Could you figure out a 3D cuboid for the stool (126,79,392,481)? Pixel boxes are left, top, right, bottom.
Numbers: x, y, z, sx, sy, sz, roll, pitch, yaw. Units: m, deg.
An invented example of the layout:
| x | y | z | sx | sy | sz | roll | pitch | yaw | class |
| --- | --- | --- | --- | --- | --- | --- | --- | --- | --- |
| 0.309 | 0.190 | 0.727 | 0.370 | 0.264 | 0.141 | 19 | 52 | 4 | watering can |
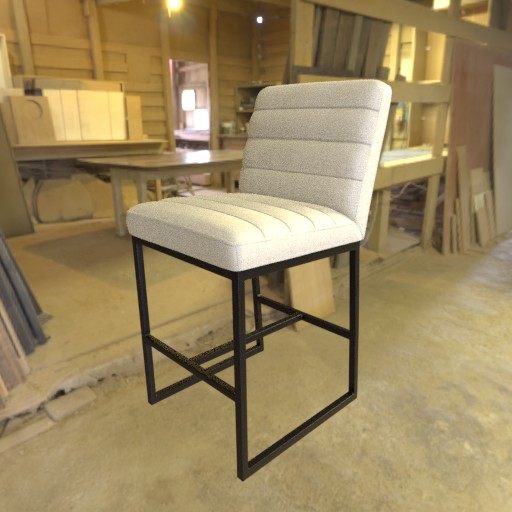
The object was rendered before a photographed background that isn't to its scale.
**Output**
| x | y | z | sx | sy | sz | roll | pitch | yaw | class |
| --- | --- | --- | --- | --- | --- | --- | --- | --- | --- |
| 0.000 | 0.000 | 1.254 | 0.560 | 0.940 | 0.460 | -16 | 23 | -41 | stool |
